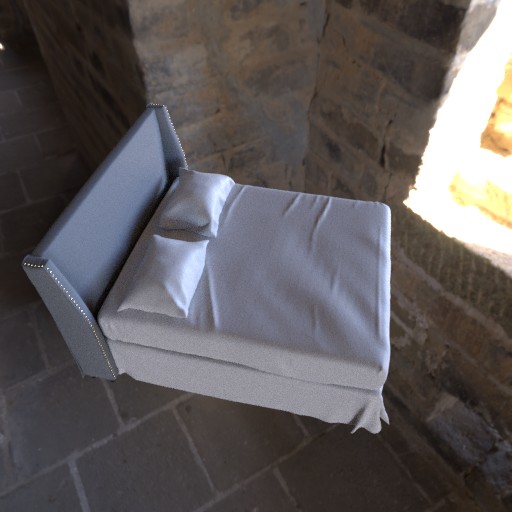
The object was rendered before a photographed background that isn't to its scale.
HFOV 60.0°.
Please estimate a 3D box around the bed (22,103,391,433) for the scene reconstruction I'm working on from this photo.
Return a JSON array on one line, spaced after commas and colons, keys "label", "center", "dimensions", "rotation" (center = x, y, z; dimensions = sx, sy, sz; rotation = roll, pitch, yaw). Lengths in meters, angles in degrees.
[{"label": "bed", "center": [0.000, 0.000, 3.382], "dimensions": [2.276, 1.332, 1.925], "rotation": [9, 47, 9]}]
